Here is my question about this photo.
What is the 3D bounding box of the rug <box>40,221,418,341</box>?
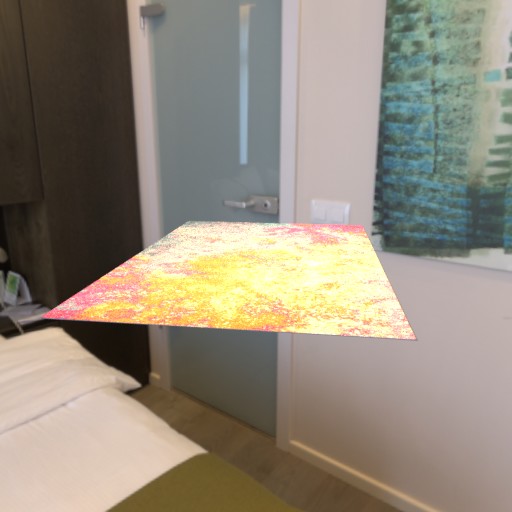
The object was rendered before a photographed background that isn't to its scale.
[{"bbox_3d":[0.000,0.000,3.685,2.007,0.013,2.896,2,15,8],"label":"rug"}]
